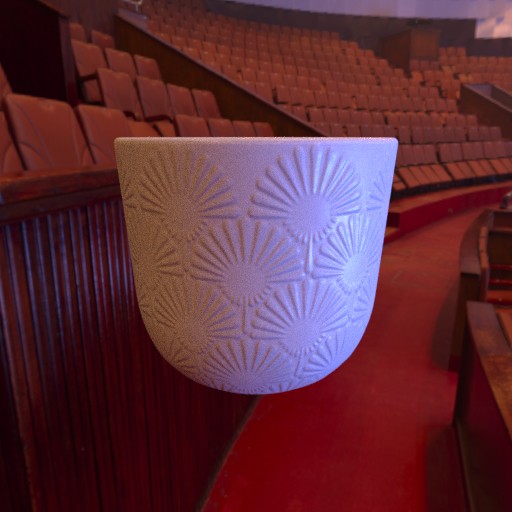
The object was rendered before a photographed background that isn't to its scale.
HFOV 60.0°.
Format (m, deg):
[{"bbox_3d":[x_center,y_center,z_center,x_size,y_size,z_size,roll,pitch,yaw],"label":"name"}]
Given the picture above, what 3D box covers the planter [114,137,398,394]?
[{"bbox_3d":[0.000,0.000,0.295,0.170,0.152,0.170,0,15,0],"label":"planter"}]
